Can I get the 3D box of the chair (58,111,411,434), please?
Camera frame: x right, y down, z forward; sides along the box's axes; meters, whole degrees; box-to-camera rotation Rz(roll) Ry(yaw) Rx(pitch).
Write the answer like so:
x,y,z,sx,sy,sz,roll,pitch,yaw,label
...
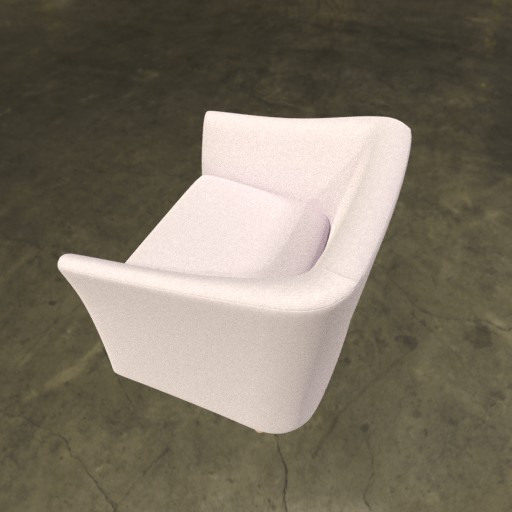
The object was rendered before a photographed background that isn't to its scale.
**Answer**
x,y,z,sx,sy,sz,roll,pitch,yaw,label
0.000,0.000,1.339,0.700,0.720,0.790,17,48,16,chair
